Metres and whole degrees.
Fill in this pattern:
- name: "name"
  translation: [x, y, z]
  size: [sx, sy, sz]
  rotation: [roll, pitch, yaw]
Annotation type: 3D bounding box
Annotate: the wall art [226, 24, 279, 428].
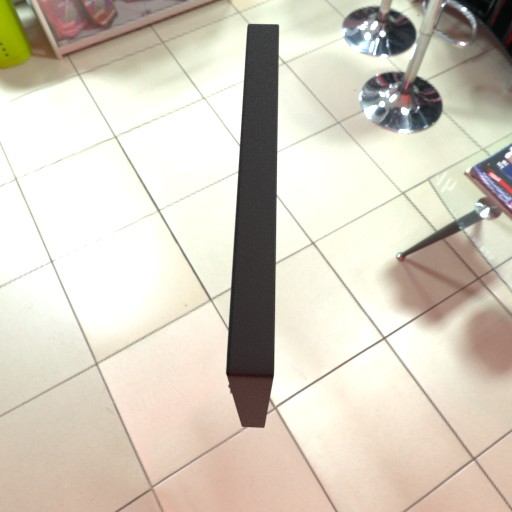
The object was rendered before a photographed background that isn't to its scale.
- name: "wall art"
  translation: [0.000, 0.000, 0.609]
  size: [0.041, 0.407, 0.406]
  rotation: [2, 64, 1]
